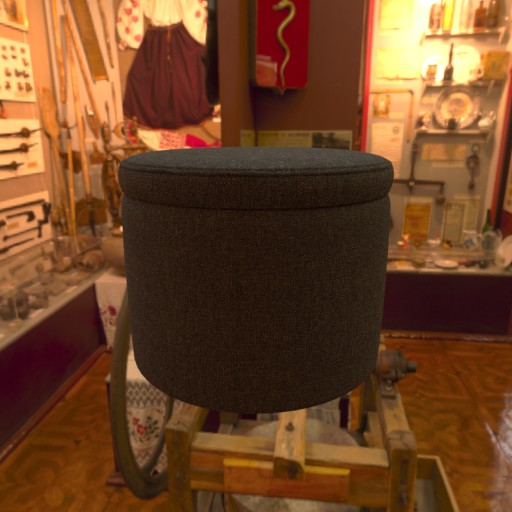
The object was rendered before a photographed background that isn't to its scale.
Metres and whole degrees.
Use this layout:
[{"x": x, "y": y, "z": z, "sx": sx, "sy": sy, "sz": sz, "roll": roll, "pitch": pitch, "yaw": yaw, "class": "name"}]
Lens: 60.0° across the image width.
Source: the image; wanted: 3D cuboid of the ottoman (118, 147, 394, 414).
[{"x": 0.000, "y": 0.000, "z": 0.915, "sx": 0.520, "sy": 0.430, "sz": 0.520, "roll": 0, "pitch": 16, "yaw": 0, "class": "ottoman"}]
